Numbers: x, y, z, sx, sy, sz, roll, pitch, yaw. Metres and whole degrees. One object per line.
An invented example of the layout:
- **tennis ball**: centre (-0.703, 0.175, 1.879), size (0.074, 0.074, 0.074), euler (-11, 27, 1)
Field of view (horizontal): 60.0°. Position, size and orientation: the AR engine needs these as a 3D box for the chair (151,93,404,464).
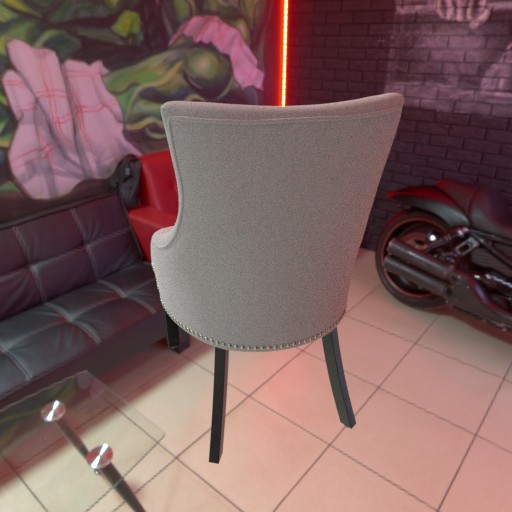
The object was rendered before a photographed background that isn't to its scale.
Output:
- **chair**: centre (0.000, 0.000, 1.265), size (0.566, 0.909, 0.629), euler (-8, 27, -16)
